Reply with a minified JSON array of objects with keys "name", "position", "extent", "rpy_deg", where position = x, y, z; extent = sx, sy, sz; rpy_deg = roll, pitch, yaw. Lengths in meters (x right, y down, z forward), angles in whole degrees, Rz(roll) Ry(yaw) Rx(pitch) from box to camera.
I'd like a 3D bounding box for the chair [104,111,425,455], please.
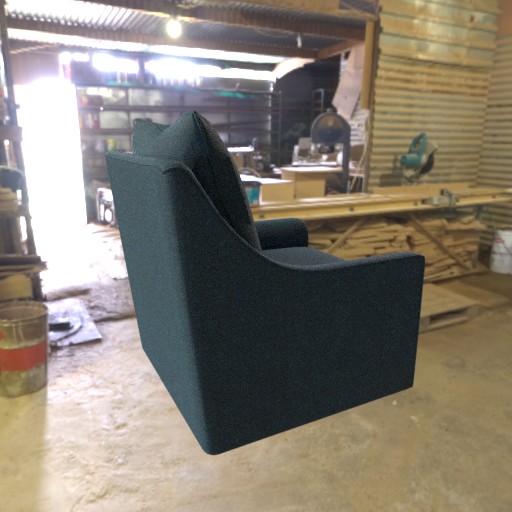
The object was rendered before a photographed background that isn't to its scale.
[{"name":"chair","position":[0.000,0.000,1.572],"extent":[0.870,0.939,0.750],"rpy_deg":[-8,17,-27]}]
